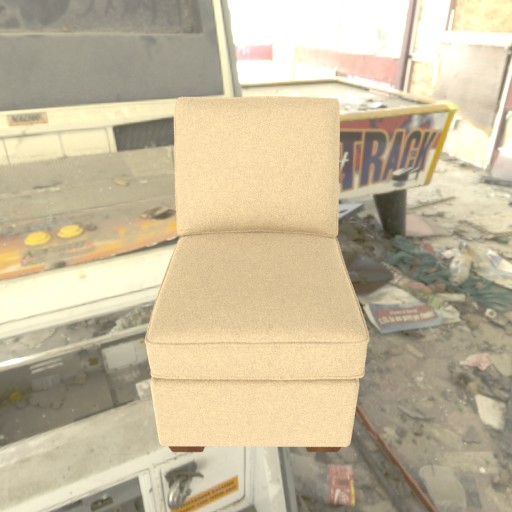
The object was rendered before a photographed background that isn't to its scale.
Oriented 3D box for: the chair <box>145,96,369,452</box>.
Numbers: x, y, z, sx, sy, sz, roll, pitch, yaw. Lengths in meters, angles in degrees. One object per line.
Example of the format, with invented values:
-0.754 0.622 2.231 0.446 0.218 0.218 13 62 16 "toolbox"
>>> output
0.000 0.000 1.552 0.621 0.970 0.938 0 28 0 "chair"
